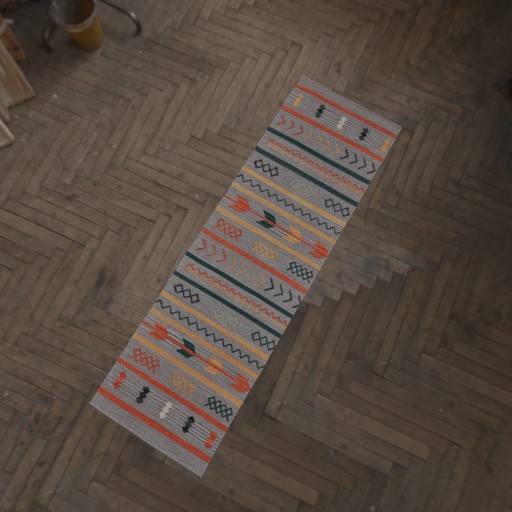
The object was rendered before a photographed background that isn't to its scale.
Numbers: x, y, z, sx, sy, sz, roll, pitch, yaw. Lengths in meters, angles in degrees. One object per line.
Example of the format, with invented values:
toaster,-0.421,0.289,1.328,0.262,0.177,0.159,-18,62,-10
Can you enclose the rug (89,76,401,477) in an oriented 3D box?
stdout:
rug,0.000,0.000,2.660,0.744,0.022,2.419,30,79,7
